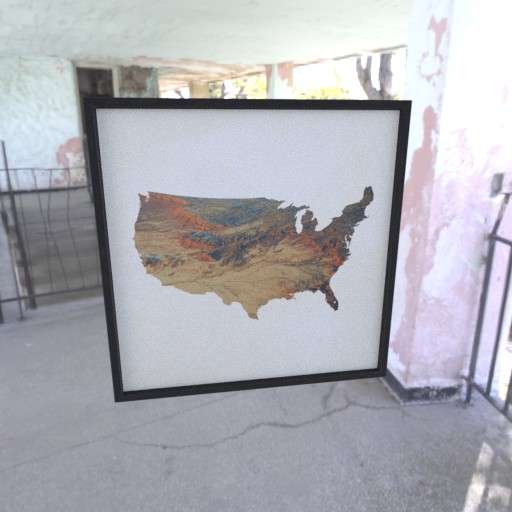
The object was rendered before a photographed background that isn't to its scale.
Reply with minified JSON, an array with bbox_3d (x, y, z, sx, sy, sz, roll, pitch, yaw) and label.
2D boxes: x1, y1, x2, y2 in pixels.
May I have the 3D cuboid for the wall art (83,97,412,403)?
[{"bbox_3d":[0.000,0.000,0.454,0.304,0.303,0.015,-3,17,-9],"label":"wall art"}]
